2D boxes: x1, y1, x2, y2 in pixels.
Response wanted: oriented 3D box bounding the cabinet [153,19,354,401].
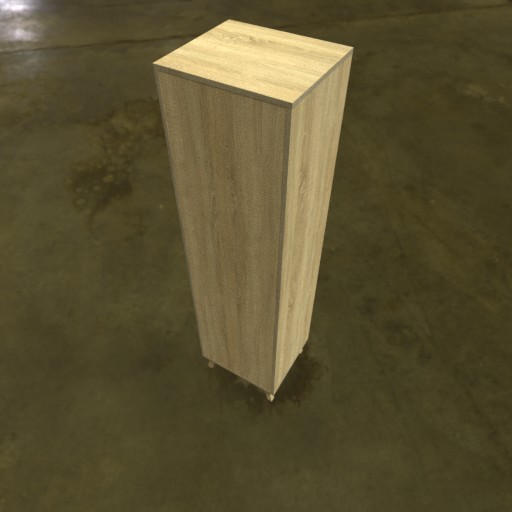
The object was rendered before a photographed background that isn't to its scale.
[{"bbox_3d":[0.000,0.000,2.192,0.510,1.960,0.450,24,51,21],"label":"cabinet"}]
